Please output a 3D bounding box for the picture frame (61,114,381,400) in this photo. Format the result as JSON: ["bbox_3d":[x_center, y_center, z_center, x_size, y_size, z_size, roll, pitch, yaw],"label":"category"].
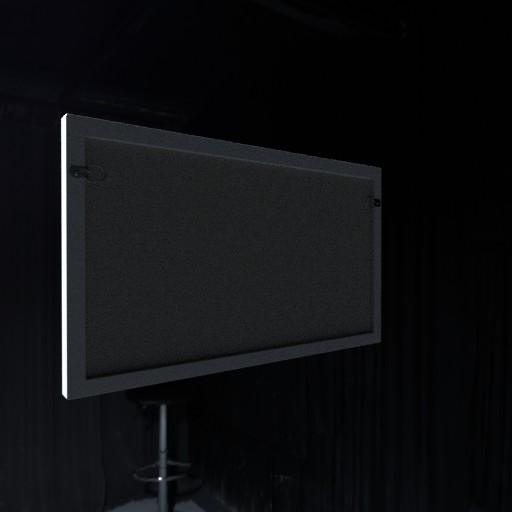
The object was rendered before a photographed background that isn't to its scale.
[{"bbox_3d":[0.000,0.000,0.791,0.647,0.379,0.044,0,1,-36],"label":"picture frame"}]
